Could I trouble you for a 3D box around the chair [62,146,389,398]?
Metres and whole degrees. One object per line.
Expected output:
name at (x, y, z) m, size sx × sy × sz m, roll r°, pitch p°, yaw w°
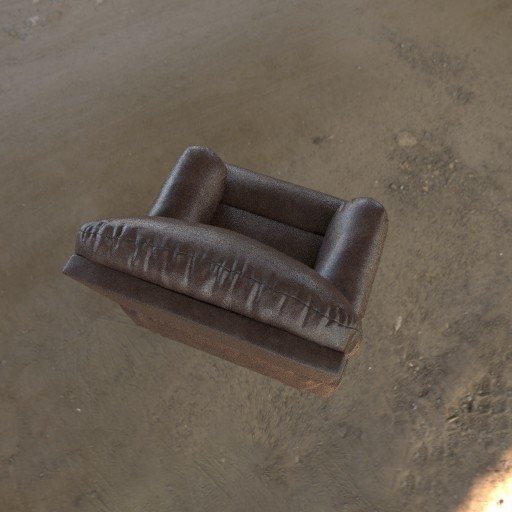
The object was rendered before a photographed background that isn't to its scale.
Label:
chair at (0.000, 0.000, 1.705) m, size 0.940 × 1.041 × 0.879 m, roll 19°, pitch 66°, yaw 9°
